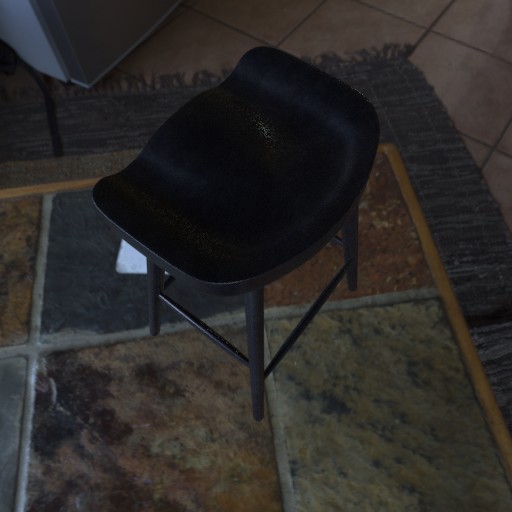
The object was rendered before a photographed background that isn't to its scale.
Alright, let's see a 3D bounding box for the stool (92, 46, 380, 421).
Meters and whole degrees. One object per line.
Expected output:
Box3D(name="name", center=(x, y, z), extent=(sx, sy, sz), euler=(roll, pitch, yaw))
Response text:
Box3D(name="stool", center=(0.000, 0.000, 0.893), extent=(0.361, 0.615, 0.440), euler=(35, 68, 16))
